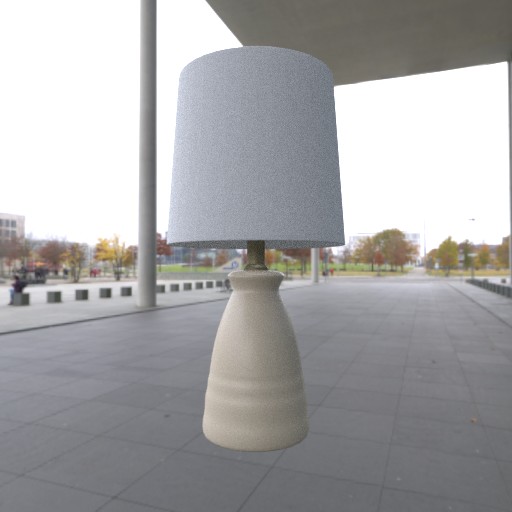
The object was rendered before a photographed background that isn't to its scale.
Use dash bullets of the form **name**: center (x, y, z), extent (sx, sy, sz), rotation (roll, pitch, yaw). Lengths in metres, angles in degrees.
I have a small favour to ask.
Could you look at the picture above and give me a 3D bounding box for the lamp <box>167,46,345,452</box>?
- **lamp**: center (0.000, 0.000, 0.471), extent (0.186, 0.369, 0.186), rotation (0, -1, 0)
